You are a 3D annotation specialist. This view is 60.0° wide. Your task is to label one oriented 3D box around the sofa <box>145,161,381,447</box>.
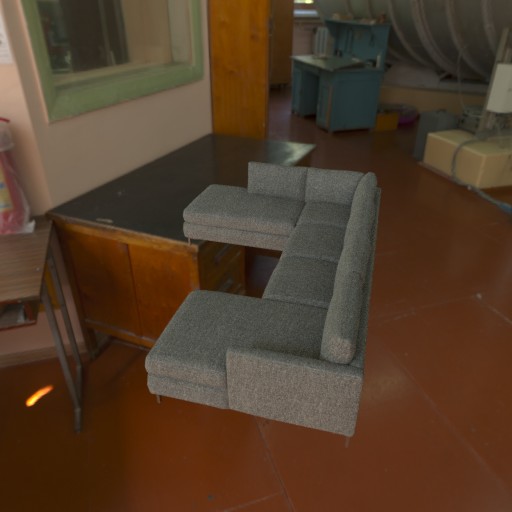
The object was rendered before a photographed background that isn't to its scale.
[{"bbox_3d":[0.000,0.000,3.649,1.879,0.756,2.737,8,31,14],"label":"sofa"}]
